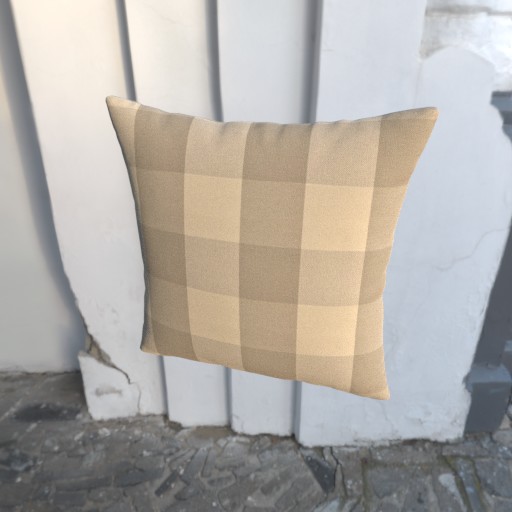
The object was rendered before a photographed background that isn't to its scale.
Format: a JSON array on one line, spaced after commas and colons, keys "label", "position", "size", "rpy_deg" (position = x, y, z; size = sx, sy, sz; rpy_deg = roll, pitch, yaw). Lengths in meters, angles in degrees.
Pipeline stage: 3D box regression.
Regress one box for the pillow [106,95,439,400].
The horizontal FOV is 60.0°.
[{"label": "pillow", "position": [0.000, 0.000, 0.765], "size": [0.511, 0.509, 0.161], "rpy_deg": [7, 27, 15]}]
